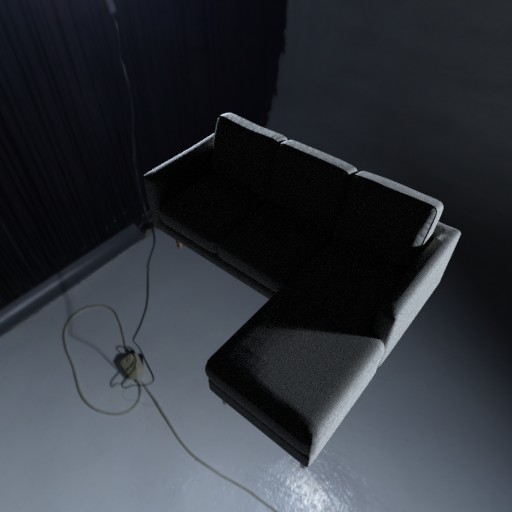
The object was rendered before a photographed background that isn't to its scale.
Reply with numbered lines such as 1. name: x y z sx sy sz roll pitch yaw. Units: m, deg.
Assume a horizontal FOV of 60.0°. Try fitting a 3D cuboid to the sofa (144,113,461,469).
1. sofa: 0.000 0.000 2.988 2.055 0.957 1.667 31 53 26
